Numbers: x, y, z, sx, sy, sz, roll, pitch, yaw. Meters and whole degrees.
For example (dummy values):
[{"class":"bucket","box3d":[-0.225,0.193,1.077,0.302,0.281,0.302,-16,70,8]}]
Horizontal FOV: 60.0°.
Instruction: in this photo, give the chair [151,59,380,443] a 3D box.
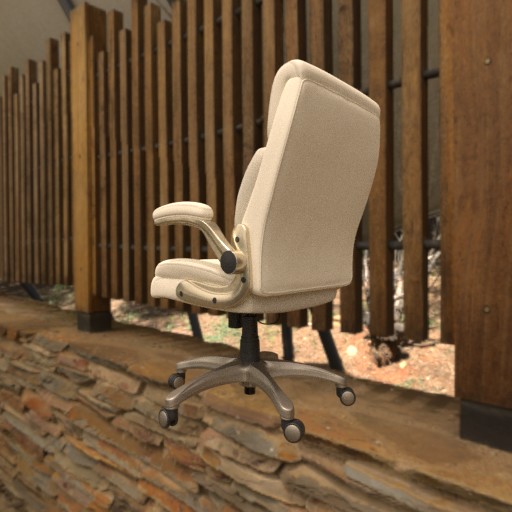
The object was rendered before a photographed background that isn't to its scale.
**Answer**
[{"class":"chair","box3d":[0.000,0.000,1.641,0.794,1.110,0.740,1,1,37]}]
